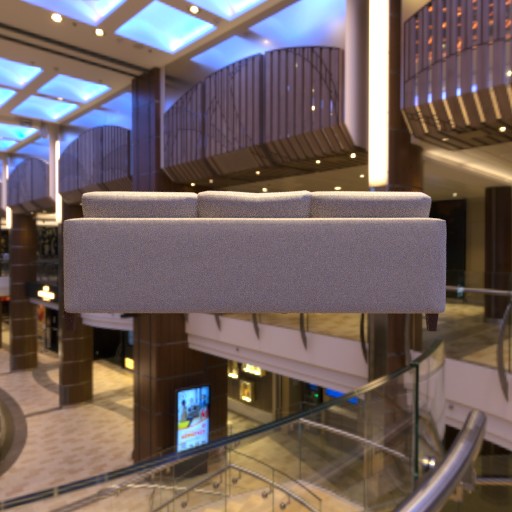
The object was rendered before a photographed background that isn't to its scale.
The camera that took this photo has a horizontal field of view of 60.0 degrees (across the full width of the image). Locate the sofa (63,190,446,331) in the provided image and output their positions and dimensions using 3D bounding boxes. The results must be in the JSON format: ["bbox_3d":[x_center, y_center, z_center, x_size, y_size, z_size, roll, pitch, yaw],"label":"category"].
[{"bbox_3d":[0.000,0.000,4.483,2.522,0.934,3.333,0,1,0],"label":"sofa"}]
